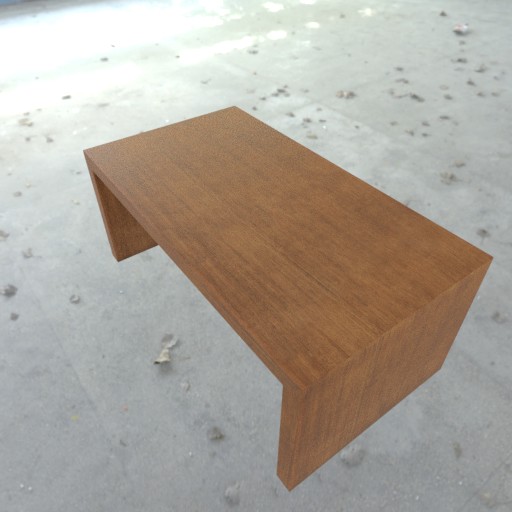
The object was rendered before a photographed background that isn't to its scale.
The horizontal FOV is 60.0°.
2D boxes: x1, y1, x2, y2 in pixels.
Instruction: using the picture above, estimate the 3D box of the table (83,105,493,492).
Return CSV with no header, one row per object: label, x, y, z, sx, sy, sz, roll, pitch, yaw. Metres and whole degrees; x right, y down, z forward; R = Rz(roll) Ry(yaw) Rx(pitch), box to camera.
table,0.000,0.000,1.281,0.549,0.419,1.000,-26,48,-26
